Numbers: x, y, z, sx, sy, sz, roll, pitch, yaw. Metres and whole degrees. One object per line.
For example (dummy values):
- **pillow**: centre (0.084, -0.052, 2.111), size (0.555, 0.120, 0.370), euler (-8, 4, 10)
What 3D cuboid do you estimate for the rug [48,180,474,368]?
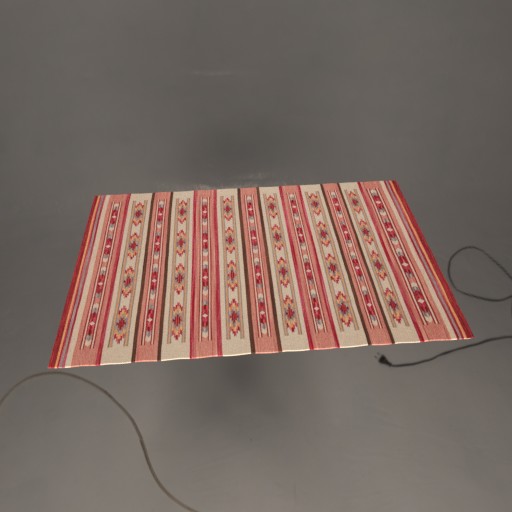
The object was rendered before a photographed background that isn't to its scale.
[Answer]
- **rug**: centre (0.000, 0.000, 3.042), size (2.431, 0.010, 1.535), euler (-3, 46, -3)
